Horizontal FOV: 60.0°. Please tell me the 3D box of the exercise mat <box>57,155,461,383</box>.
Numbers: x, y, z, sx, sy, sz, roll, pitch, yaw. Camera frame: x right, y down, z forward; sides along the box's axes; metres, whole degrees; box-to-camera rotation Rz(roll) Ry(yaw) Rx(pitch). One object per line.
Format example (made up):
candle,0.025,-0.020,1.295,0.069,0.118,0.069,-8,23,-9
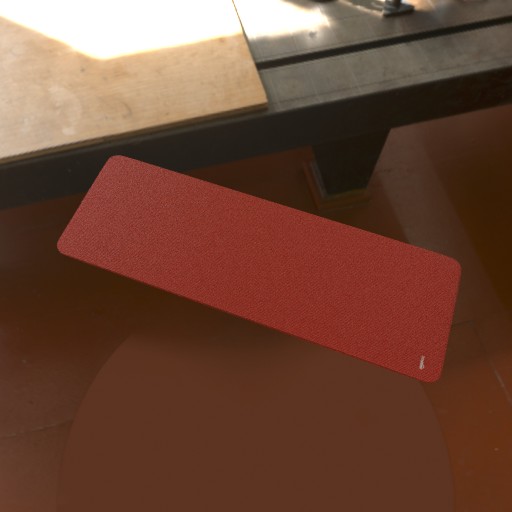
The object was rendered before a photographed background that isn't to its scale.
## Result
exercise mat,0.000,0.000,2.120,1.869,0.021,0.616,18,66,8
